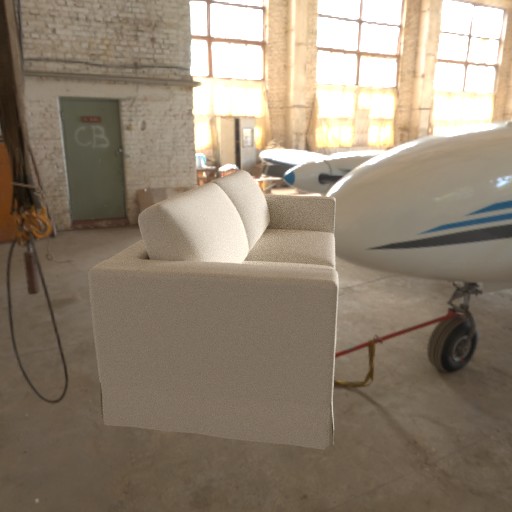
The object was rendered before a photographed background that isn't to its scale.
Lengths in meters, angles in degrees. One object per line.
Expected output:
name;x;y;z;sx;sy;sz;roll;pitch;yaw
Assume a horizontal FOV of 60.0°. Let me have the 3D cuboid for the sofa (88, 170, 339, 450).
sofa;0.000;0.000;2.650;0.954;0.881;2.163;3;16;9
